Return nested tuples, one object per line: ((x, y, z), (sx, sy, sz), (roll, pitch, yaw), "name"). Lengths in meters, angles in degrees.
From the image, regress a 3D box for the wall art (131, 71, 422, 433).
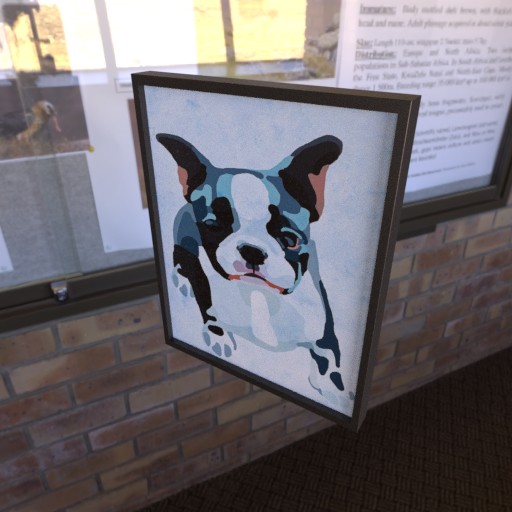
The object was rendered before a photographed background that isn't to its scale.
((0.000, 0.000, 0.502), (0.294, 0.369, 0.030), (17, 34, 28), "wall art")
